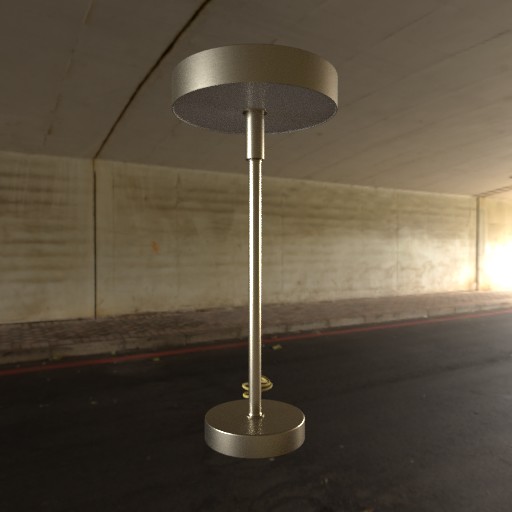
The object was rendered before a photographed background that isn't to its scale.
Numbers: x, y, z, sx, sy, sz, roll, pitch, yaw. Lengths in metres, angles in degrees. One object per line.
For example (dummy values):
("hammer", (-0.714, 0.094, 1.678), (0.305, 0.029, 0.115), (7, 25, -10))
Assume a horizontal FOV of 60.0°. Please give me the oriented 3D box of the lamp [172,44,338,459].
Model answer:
("lamp", (0.000, 0.000, 0.694), (0.229, 0.508, 0.369), (0, 0, 1))
